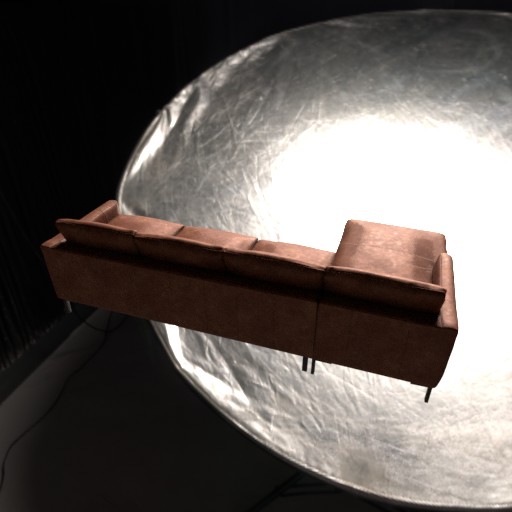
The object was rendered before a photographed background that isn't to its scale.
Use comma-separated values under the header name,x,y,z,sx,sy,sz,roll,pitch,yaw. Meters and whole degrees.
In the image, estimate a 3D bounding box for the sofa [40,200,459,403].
name,x,y,z,sx,sy,sz,roll,pitch,yaw
sofa,0.000,0.000,3.660,2.993,0.859,1.471,10,34,16
